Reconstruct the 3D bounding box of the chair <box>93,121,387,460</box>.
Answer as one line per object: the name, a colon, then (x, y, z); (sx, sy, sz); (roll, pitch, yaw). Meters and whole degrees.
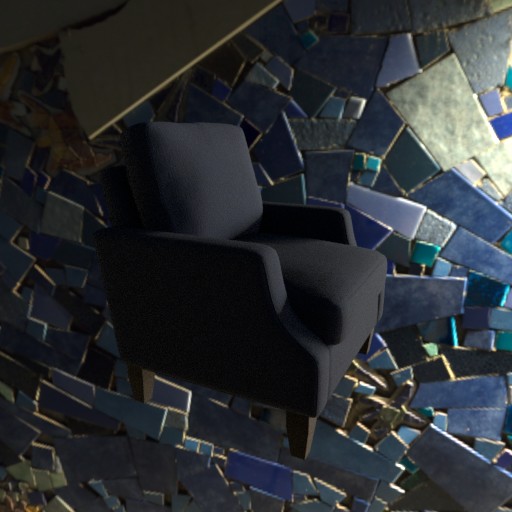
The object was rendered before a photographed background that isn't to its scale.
chair: (0.000, 0.000, 1.707); (0.897, 0.991, 0.855); (8, 18, 27)
